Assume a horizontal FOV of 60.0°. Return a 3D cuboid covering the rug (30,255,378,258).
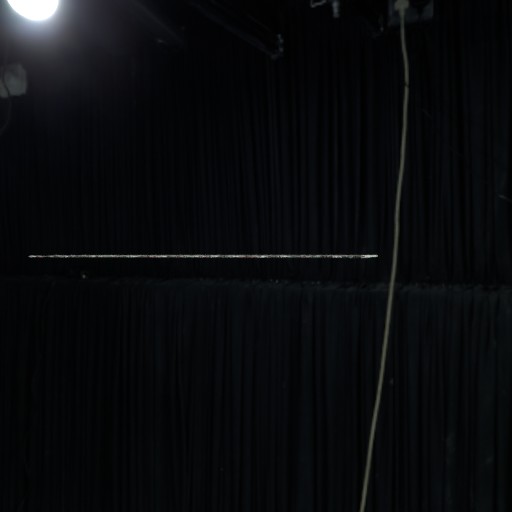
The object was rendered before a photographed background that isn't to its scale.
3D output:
[{"bbox_3d":[0.000,0.000,2.337,1.219,0.010,1.829,0,0,17],"label":"rug"}]
